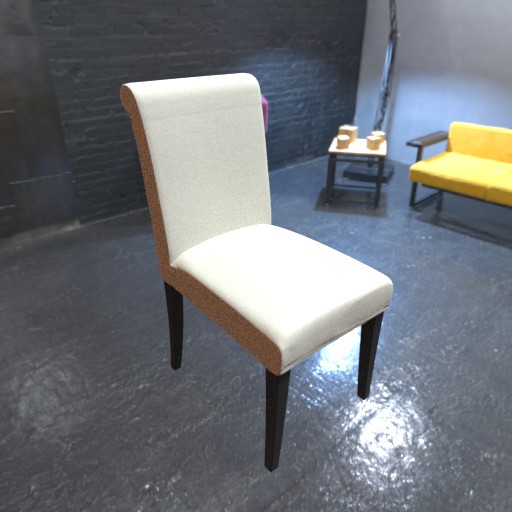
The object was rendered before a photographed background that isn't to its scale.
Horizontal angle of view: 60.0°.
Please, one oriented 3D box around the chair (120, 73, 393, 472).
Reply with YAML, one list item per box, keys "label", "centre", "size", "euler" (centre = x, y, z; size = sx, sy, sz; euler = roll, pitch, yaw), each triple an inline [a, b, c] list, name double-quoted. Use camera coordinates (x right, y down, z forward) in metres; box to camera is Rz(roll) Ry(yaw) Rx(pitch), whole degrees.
- label: "chair"
  centre: [0.000, 0.000, 1.369]
  size: [0.452, 0.976, 0.708]
  euler: [-22, 35, -35]
